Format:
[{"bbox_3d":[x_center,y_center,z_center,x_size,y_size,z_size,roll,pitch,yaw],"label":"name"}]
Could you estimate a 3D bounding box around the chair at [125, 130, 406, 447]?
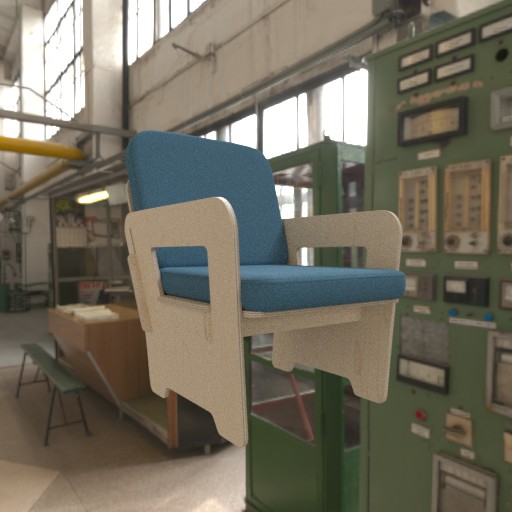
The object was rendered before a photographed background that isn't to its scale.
[{"bbox_3d":[0.000,0.000,1.194,0.547,0.747,0.657,-1,1,-36],"label":"chair"}]
